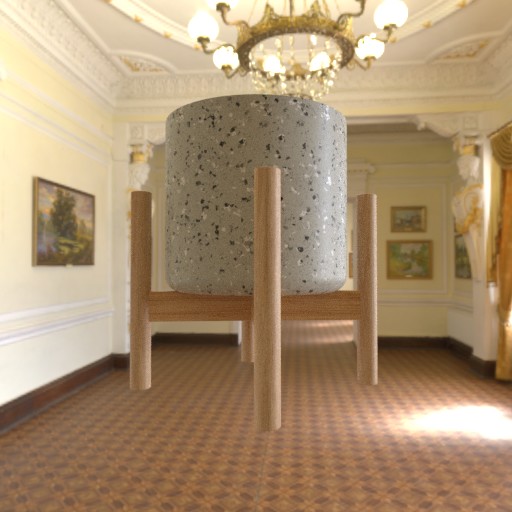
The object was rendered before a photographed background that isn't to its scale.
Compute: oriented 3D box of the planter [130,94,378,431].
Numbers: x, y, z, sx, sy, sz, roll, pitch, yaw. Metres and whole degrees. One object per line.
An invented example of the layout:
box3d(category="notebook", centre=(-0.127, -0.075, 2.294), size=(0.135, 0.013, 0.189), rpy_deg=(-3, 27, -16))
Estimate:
box3d(category="planter", centre=(0.000, 0.000, 0.551), size=(0.284, 0.320, 0.284), rpy_deg=(0, -1, 18))
